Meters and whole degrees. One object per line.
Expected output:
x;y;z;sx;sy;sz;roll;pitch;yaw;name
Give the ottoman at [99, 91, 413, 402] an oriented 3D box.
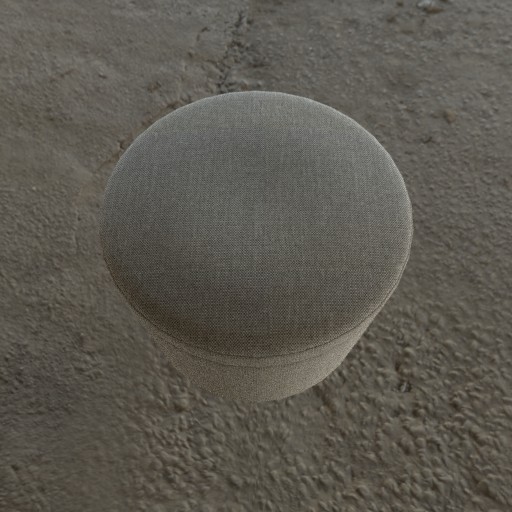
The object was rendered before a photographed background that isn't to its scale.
0.000;0.000;0.873;0.500;0.419;0.500;0;63;0;ottoman
